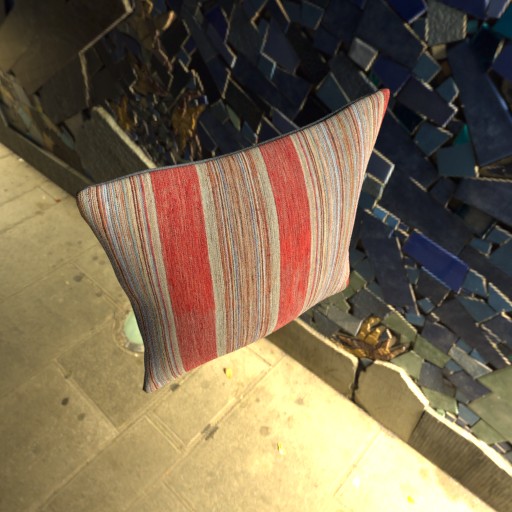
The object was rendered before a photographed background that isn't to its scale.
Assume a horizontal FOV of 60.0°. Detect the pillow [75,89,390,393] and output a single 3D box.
[{"bbox_3d":[0.000,0.000,0.667,0.437,0.419,0.136,-25,50,-22],"label":"pillow"}]
